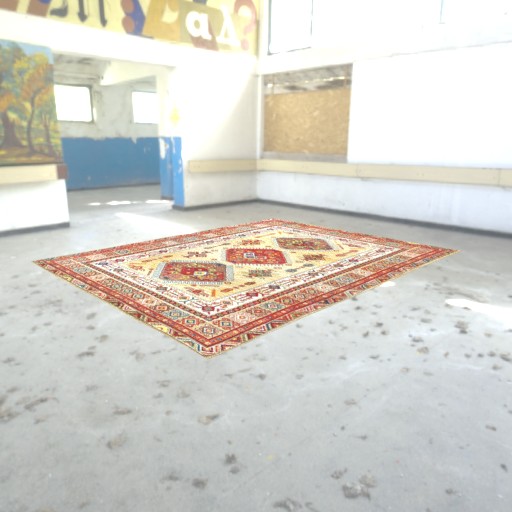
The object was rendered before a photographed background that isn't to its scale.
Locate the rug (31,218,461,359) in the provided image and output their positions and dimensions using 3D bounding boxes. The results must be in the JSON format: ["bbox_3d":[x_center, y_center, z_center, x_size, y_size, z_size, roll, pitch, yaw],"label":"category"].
[{"bbox_3d":[0.000,0.000,4.027,3.067,0.005,2.460,-14,21,-42],"label":"rug"}]
